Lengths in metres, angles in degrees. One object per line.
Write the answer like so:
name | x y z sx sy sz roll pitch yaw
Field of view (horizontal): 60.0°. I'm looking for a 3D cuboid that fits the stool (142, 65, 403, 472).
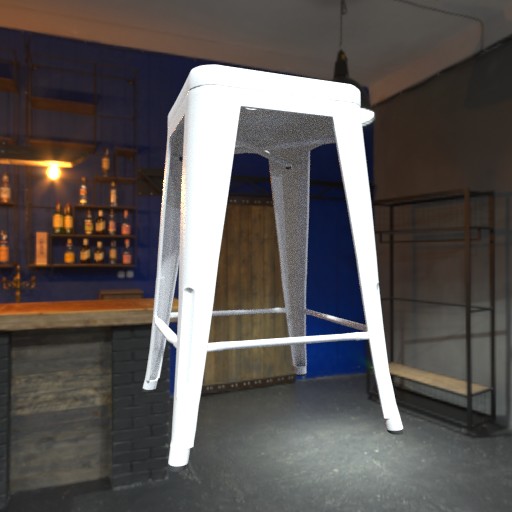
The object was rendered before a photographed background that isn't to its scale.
stool | 0.000 0.000 0.883 0.406 0.610 0.406 0 1 -20
